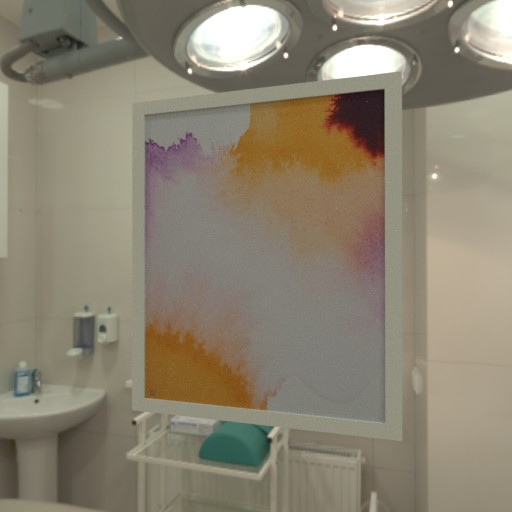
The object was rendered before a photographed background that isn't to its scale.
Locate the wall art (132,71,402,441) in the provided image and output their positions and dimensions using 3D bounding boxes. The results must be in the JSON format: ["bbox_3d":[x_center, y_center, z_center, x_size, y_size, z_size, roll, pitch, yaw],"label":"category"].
[{"bbox_3d":[0.000,0.000,0.609,0.382,0.456,0.013,0,0,17],"label":"wall art"}]
